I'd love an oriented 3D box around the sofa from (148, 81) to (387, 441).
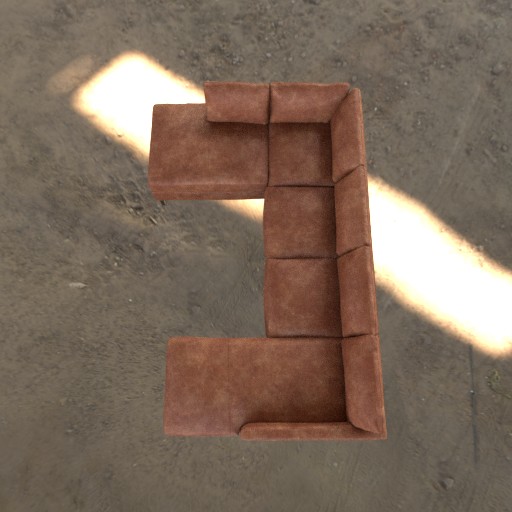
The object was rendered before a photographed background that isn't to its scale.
[{"bbox_3d":[0.000,0.000,3.845,1.939,0.900,2.956,0,75,0],"label":"sofa"}]
